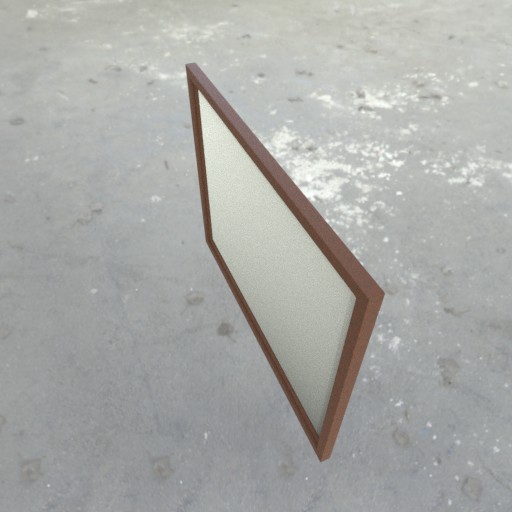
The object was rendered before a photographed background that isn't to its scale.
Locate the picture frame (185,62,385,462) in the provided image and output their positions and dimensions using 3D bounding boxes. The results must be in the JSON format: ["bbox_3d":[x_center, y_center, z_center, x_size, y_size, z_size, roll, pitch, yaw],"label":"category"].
[{"bbox_3d":[0.000,0.000,1.767,0.045,1.018,1.329,-18,49,-16],"label":"picture frame"}]
